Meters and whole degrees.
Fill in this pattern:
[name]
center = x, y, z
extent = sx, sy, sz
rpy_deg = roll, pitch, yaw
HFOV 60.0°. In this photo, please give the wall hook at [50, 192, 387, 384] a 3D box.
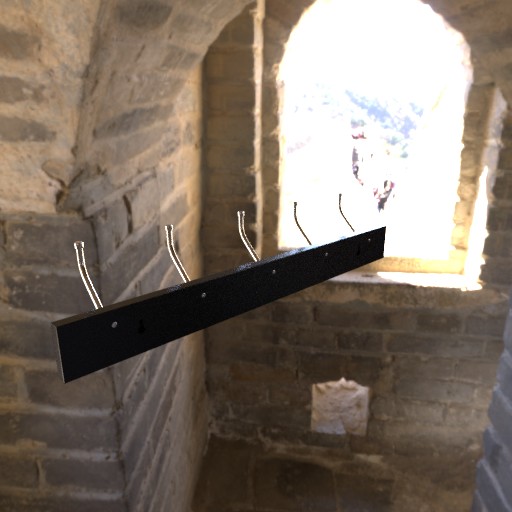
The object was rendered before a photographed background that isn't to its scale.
[wall hook]
center = 0.000, 0.000, 0.617
extent = 0.571, 0.117, 0.071
rpy_deg = -16, 23, -41
